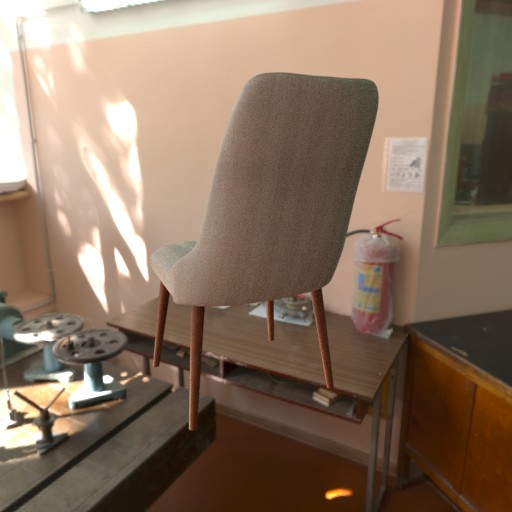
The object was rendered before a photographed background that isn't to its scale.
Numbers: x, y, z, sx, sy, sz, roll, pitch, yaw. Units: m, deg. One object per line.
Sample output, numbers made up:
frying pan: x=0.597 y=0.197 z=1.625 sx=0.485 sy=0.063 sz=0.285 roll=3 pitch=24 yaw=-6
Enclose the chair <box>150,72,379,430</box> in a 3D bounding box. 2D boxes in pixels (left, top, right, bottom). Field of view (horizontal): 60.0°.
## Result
chair: x=0.000 y=0.000 z=1.305 sx=0.526 sy=0.917 sz=0.684 roll=-7 pitch=16 yaw=-26
